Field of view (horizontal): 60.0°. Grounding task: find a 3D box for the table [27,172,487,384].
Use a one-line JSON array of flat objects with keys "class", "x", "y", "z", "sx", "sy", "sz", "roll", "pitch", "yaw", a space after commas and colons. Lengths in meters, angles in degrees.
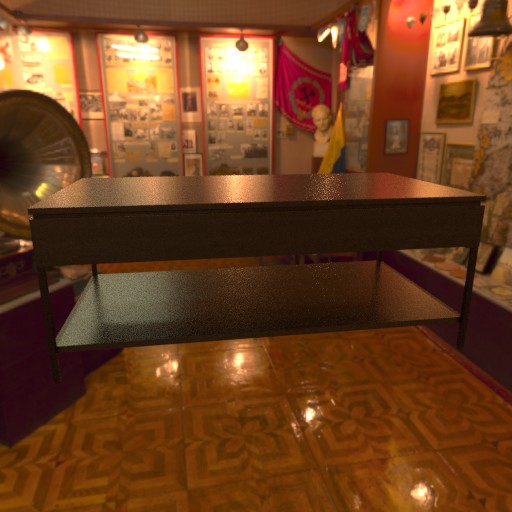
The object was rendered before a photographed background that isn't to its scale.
[{"class": "table", "x": 0.000, "y": 0.000, "z": 1.374, "sx": 1.095, "sy": 0.435, "sz": 0.574, "roll": -3, "pitch": 17, "yaw": -9}]
